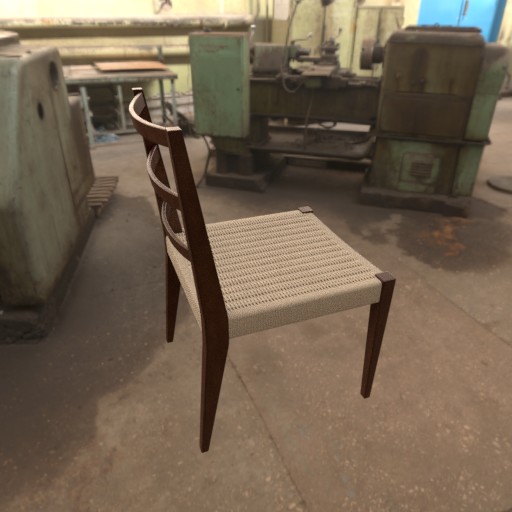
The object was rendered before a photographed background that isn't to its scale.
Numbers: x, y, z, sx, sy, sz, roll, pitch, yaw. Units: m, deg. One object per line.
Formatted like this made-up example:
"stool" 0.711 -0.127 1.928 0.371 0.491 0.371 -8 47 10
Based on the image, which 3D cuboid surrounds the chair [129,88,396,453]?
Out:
"chair" 0.000 0.000 1.190 0.551 0.813 0.480 -11 31 -18
